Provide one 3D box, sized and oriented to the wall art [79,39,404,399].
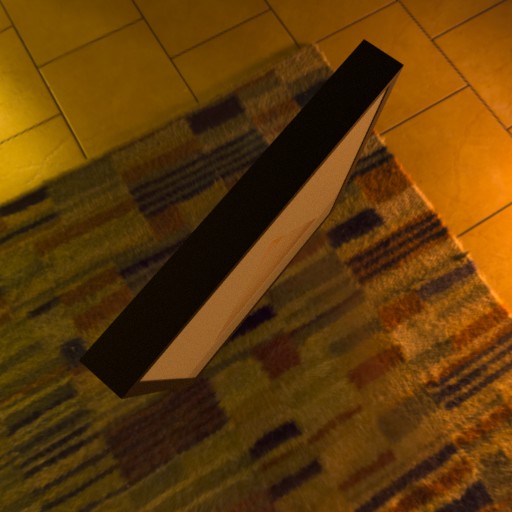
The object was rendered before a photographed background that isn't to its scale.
[{"bbox_3d":[0.000,0.000,0.448,0.037,0.303,0.304,38,78,9],"label":"wall art"}]
